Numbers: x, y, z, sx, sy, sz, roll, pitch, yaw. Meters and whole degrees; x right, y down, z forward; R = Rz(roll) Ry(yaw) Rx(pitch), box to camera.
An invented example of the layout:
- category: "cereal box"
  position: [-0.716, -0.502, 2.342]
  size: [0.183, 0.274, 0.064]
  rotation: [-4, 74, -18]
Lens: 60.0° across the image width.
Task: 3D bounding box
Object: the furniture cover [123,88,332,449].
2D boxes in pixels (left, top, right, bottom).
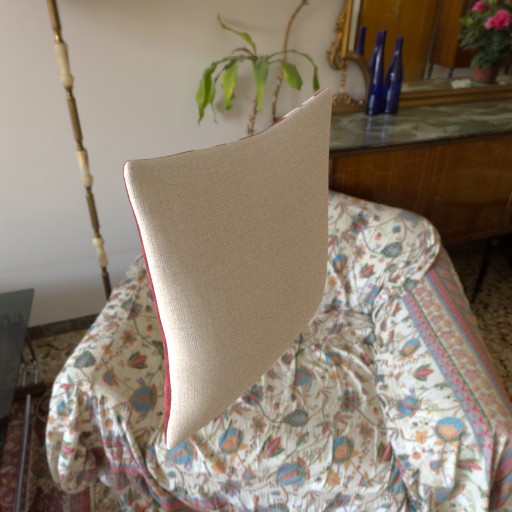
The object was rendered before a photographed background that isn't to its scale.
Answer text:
- category: "furniture cover"
  position: [0.000, 0.000, 0.665]
  size: [0.145, 0.420, 0.435]
  rotation: [19, 36, 29]
